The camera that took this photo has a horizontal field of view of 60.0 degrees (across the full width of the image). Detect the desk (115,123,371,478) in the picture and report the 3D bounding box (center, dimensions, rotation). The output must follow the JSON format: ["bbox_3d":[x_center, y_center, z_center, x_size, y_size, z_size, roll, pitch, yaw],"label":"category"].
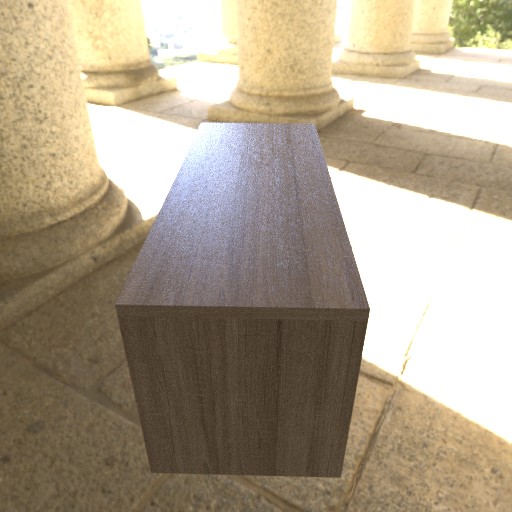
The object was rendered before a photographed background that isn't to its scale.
[{"bbox_3d":[0.000,0.000,2.069,0.690,0.760,1.700,1,32,1],"label":"desk"}]
